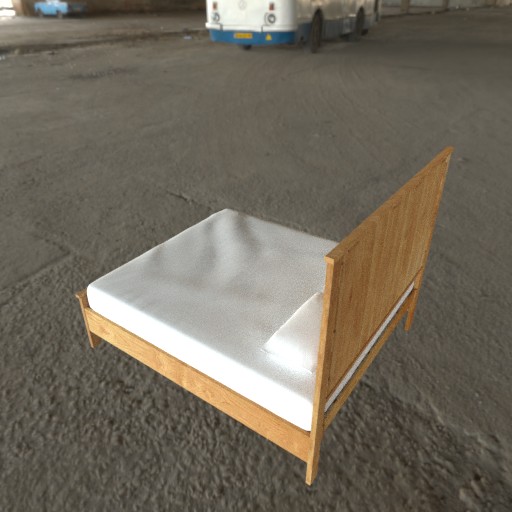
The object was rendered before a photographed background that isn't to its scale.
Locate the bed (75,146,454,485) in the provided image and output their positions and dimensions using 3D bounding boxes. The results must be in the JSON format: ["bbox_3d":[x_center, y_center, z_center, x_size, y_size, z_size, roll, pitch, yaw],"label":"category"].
[{"bbox_3d":[0.000,0.000,3.568,2.201,1.686,1.936,20,36,30],"label":"bed"}]
